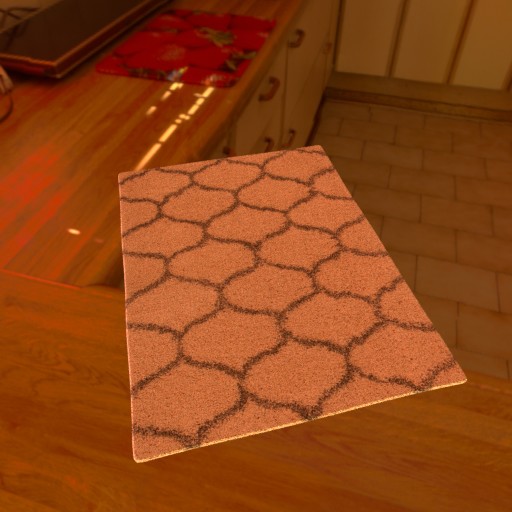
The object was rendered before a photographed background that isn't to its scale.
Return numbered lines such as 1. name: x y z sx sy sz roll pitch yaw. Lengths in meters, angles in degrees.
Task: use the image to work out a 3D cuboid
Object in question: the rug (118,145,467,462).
1. rug: 0.000 0.000 2.053 1.200 0.025 1.600 -10 47 -10
